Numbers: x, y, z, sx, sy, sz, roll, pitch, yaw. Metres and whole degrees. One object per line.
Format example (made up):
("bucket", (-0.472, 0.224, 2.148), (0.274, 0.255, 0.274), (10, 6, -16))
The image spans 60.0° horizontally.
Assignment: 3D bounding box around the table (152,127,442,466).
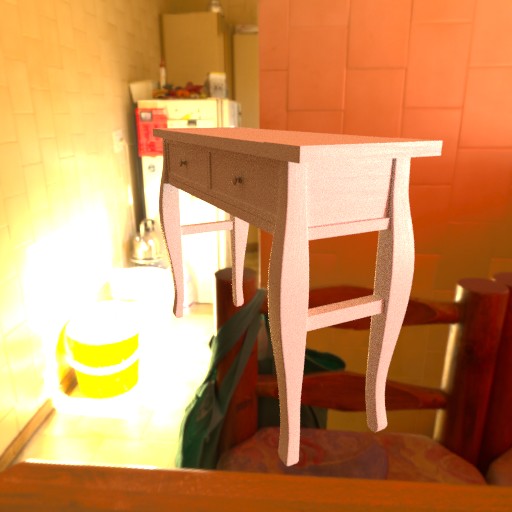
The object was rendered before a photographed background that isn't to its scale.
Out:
("table", (0.000, 0.000, 1.433), (0.373, 0.768, 1.062), (-9, 20, -25))
